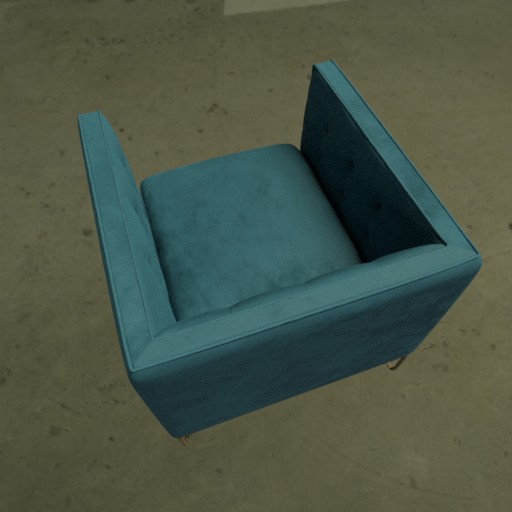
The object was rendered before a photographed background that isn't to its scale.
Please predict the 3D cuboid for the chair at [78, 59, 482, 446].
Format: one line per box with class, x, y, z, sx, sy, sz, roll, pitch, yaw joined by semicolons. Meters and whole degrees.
chair;0.000;0.000;1.511;0.880;0.790;0.894;-16;58;-11
